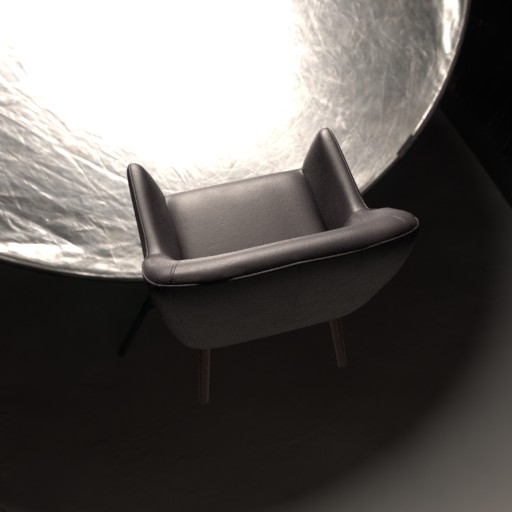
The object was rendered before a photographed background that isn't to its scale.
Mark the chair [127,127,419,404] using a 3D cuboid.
[{"bbox_3d":[0.000,0.000,1.271,0.610,0.828,0.610,-12,58,-8],"label":"chair"}]
